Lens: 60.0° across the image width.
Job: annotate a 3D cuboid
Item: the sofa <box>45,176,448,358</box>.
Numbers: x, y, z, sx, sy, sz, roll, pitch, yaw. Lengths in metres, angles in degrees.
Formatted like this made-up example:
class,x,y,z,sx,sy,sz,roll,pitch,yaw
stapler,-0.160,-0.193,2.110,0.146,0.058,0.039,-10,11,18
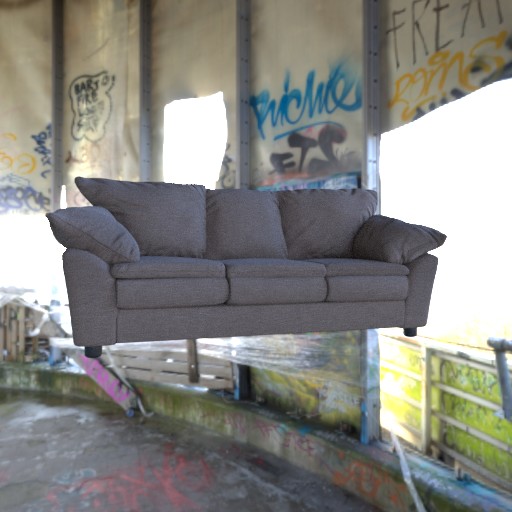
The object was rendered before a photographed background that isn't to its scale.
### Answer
class,x,y,z,sx,sy,sz,roll,pitch,yaw
sofa,0.000,0.000,2.882,2.390,1.043,0.927,0,0,-18
